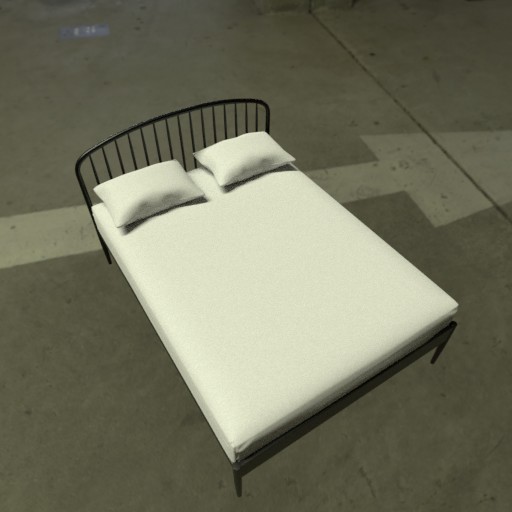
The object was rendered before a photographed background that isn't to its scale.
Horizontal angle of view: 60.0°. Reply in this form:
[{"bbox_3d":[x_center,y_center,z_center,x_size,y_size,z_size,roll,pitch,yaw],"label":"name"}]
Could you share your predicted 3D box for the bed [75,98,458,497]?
[{"bbox_3d":[0.000,0.000,3.000,1.618,1.166,2.159,-25,51,-22],"label":"bed"}]
